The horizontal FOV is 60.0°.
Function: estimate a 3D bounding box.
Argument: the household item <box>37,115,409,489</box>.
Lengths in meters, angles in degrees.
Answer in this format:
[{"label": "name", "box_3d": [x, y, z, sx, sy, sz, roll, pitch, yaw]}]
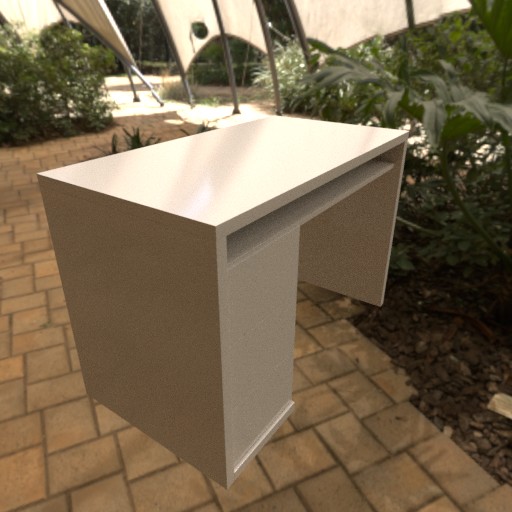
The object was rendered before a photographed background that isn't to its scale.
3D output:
[{"label": "household item", "box_3d": [0.000, 0.000, 1.547, 0.597, 0.749, 1.100, 18, 32, 31]}]
